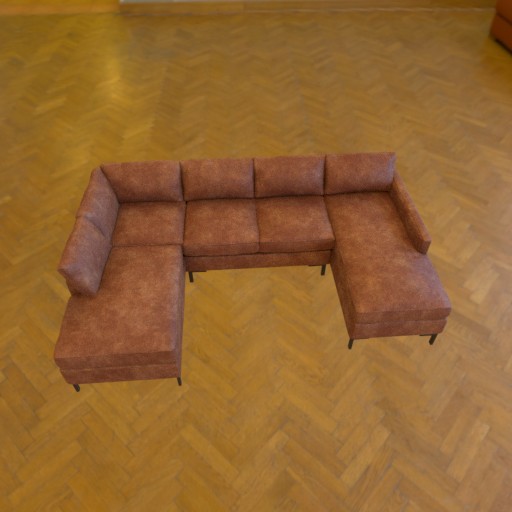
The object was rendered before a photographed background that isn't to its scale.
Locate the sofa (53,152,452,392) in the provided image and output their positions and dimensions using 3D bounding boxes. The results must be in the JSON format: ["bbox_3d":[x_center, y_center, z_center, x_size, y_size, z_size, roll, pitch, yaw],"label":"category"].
[{"bbox_3d":[0.000,0.000,3.823,2.956,0.900,1.939,-3,45,-3],"label":"sofa"}]
